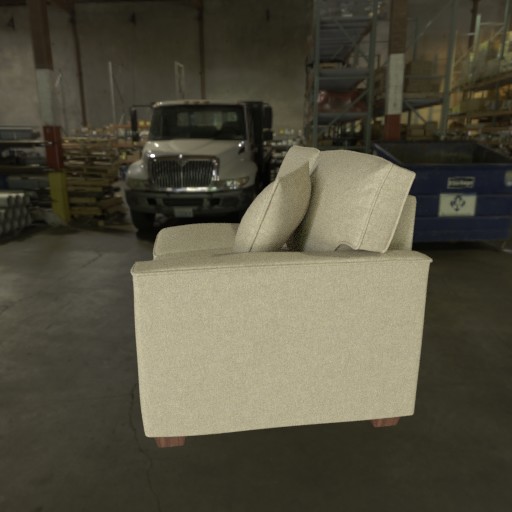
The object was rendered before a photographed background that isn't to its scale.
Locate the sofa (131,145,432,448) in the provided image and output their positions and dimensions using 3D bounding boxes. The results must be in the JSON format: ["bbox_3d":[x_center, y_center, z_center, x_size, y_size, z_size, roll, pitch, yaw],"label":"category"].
[{"bbox_3d":[0.000,0.000,2.080,0.991,0.989,1.388,-2,15,-8],"label":"sofa"}]
